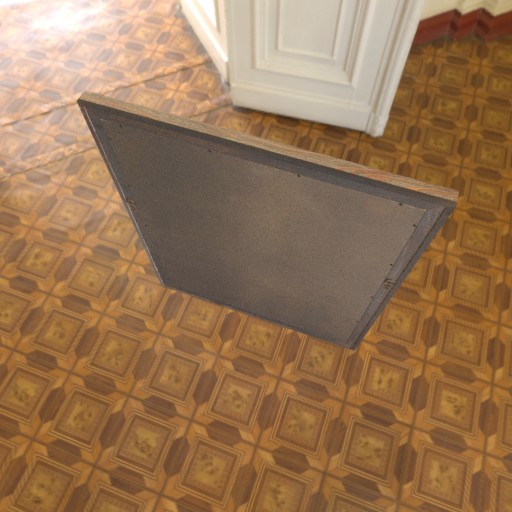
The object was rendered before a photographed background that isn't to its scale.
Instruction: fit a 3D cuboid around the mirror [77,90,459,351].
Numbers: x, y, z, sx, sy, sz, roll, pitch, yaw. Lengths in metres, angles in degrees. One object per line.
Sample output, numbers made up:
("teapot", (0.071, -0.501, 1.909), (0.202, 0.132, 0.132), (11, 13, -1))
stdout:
("mirror", (0.000, 0.000, 1.202), (0.730, 0.882, 0.032), (17, 63, 9))
